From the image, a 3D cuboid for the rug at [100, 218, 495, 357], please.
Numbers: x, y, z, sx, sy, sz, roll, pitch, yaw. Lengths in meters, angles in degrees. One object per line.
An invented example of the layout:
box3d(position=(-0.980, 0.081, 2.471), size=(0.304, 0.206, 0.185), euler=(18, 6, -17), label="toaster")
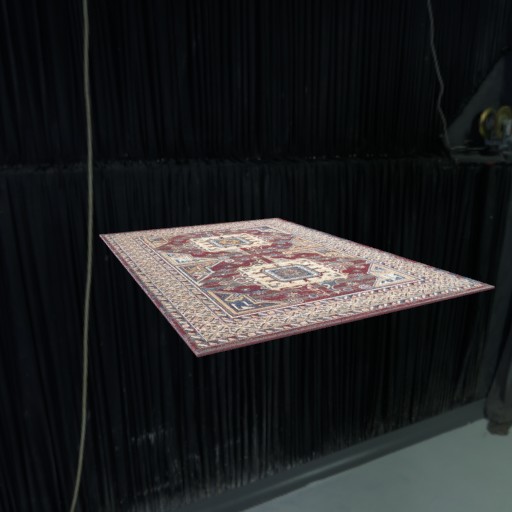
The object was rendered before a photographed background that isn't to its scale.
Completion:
box3d(position=(0.000, 0.000, 2.855), size=(1.599, 0.011, 2.210), euler=(-8, 17, -26), label="rug")
